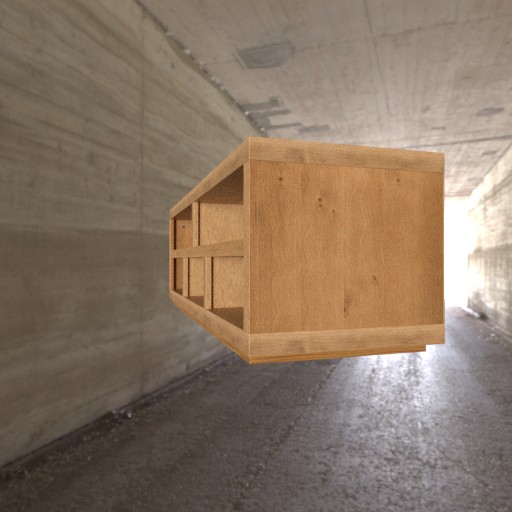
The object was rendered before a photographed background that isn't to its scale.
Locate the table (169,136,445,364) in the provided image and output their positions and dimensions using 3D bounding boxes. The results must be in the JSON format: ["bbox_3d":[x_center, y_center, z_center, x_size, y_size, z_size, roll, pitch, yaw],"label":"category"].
[{"bbox_3d":[0.000,0.000,1.718,0.499,0.491,1.499,0,0,-17],"label":"table"}]
